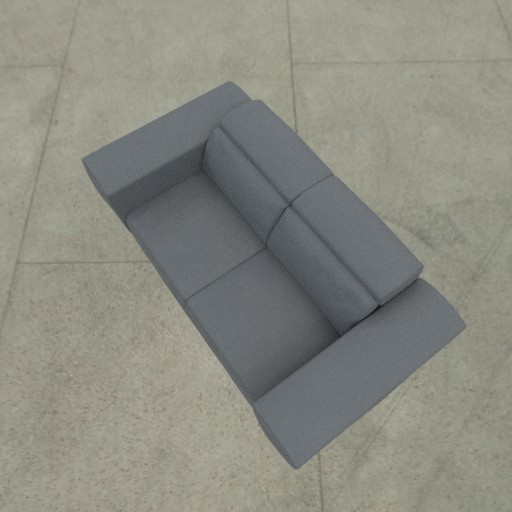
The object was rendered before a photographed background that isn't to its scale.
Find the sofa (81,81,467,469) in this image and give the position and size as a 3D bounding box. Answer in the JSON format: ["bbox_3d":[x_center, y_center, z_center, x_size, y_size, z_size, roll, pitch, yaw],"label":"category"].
[{"bbox_3d":[0.000,0.000,2.386,1.003,0.779,1.895,-33,69,-15],"label":"sofa"}]
